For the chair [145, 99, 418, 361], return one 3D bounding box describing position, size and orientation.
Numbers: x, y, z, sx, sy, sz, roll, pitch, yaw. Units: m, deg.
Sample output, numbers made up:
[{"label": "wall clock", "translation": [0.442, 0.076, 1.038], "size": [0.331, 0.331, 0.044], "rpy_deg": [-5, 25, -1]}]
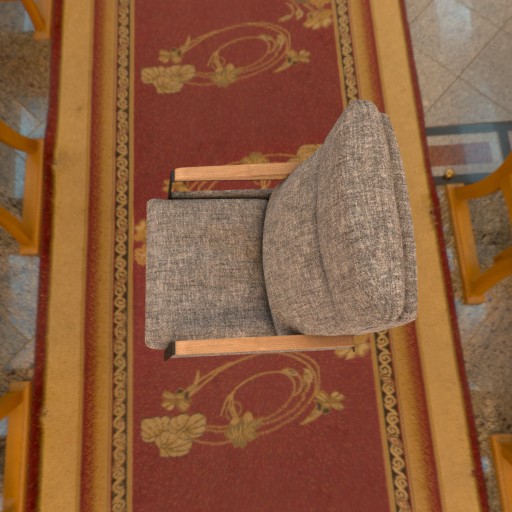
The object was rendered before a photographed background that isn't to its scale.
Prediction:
[{"label": "chair", "translation": [0.000, 0.000, 1.595], "size": [0.868, 1.042, 0.671], "rpy_deg": [-3, 75, -1]}]
